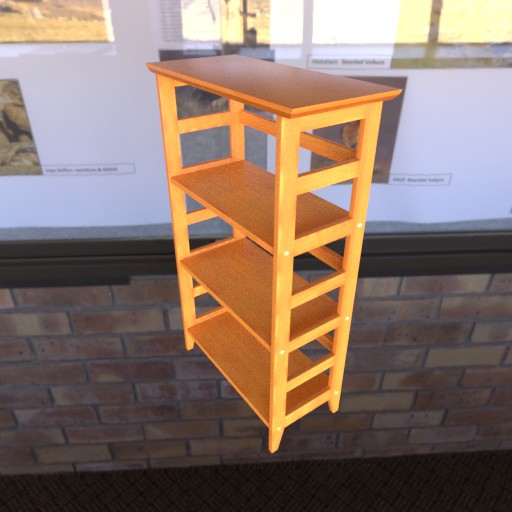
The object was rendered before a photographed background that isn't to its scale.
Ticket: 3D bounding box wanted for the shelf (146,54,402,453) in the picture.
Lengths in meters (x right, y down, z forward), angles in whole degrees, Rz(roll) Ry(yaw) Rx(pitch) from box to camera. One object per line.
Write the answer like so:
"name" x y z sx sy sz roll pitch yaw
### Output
"shelf" 0.000 0.000 1.387 0.305 1.067 0.660 -20 37 -29
